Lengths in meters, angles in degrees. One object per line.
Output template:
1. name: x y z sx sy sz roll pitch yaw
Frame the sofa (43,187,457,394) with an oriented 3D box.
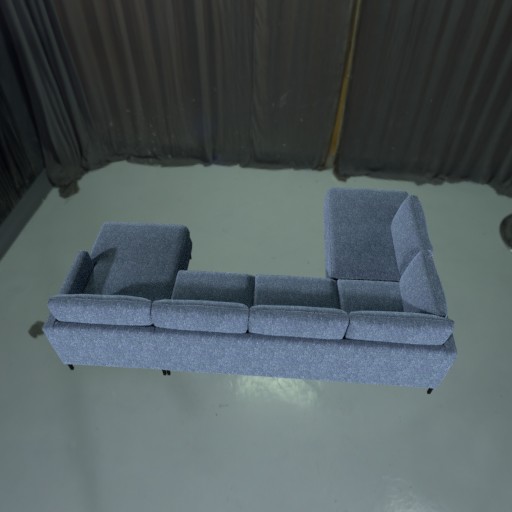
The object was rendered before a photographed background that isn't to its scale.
1. sofa: 0.000 0.000 3.600 2.737 0.756 1.879 3 47 3
